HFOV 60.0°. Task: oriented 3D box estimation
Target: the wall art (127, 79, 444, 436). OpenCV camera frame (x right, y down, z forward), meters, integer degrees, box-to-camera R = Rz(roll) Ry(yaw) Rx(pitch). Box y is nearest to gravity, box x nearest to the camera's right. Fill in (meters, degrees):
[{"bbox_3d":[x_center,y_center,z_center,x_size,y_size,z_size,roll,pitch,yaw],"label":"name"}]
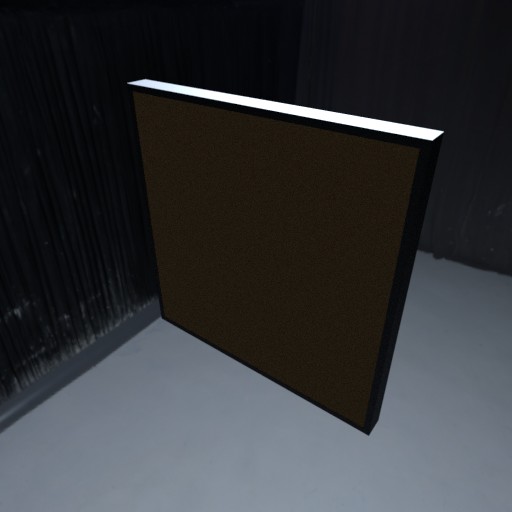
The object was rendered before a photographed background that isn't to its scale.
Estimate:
[{"bbox_3d":[0.000,0.000,0.759,0.509,0.509,0.040,22,38,31],"label":"wall art"}]
